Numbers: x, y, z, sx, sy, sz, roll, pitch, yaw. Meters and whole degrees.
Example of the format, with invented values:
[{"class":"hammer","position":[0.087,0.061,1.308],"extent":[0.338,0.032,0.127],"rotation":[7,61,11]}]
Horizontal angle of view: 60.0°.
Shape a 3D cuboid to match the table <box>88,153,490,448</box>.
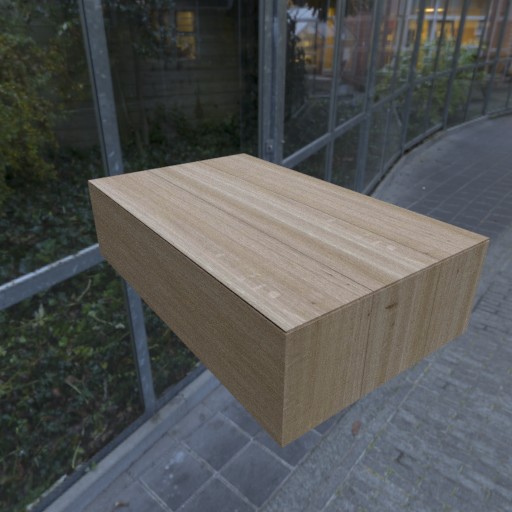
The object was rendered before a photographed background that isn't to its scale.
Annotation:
[{"class":"table","position":[0.000,0.000,1.437],"extent":[0.678,0.353,1.110],"rotation":[-18,32,-32]}]
